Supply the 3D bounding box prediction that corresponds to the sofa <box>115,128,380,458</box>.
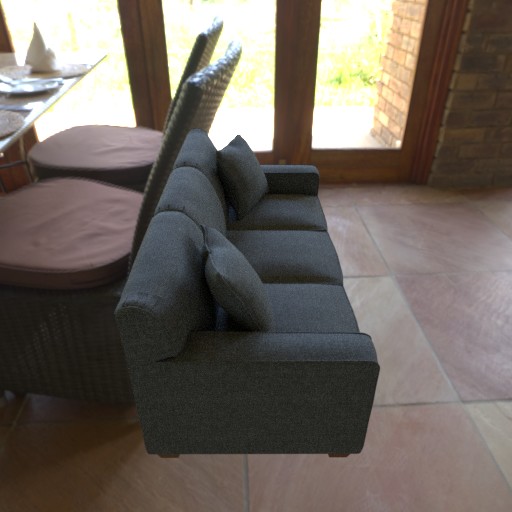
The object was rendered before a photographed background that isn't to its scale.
[{"bbox_3d":[0.000,0.000,2.572,0.997,0.958,2.024,0,33,0],"label":"sofa"}]
